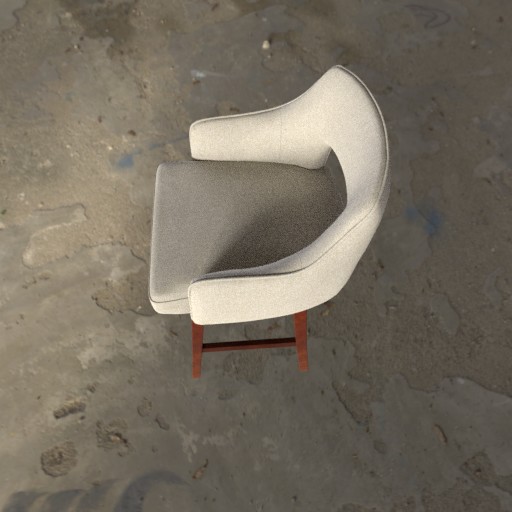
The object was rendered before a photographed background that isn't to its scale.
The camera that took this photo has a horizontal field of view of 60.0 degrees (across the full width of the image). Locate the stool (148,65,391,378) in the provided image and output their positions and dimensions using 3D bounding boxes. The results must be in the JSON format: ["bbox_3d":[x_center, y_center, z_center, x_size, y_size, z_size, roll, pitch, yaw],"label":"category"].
[{"bbox_3d":[0.000,0.000,1.357,0.560,1.041,0.550,-3,59,-2],"label":"stool"}]
